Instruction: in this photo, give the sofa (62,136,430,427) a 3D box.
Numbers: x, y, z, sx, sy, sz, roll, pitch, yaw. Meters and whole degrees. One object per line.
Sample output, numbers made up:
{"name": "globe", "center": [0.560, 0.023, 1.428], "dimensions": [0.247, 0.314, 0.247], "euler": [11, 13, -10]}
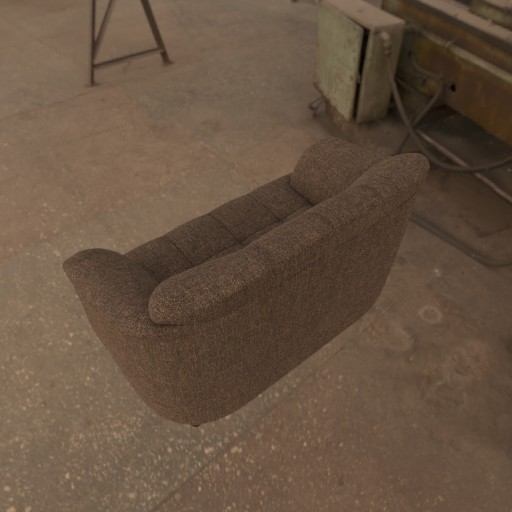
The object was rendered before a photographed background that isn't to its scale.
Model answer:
{"name": "sofa", "center": [0.000, 0.000, 1.914], "dimensions": [1.404, 0.895, 0.799], "euler": [-30, 53, -26]}
